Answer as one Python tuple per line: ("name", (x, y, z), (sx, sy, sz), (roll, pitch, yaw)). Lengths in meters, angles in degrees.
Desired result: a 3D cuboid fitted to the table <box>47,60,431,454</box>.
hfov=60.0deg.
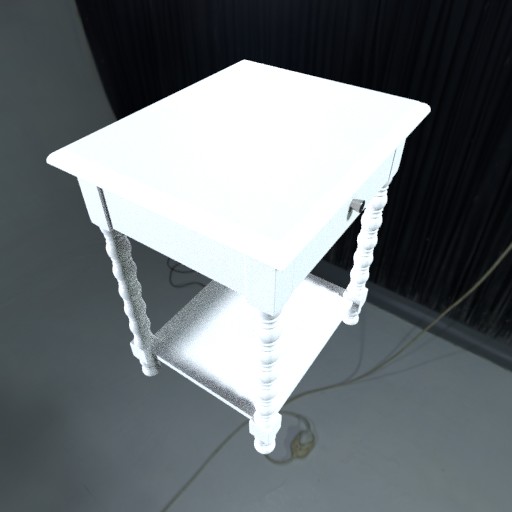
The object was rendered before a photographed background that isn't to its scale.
("table", (0.000, 0.000, 0.834), (0.381, 0.531, 0.460), (25, 48, 25))
